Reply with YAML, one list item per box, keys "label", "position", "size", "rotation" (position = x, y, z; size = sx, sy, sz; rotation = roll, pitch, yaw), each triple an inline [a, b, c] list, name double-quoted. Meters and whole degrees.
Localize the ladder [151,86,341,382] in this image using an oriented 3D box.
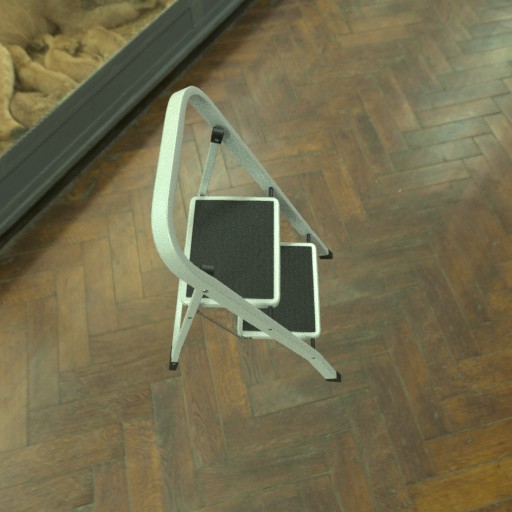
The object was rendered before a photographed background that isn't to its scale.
- label: "ladder"
  position: [0.000, 0.000, 1.140]
  size: [0.544, 0.810, 0.460]
  rotation: [1, 62, 1]
